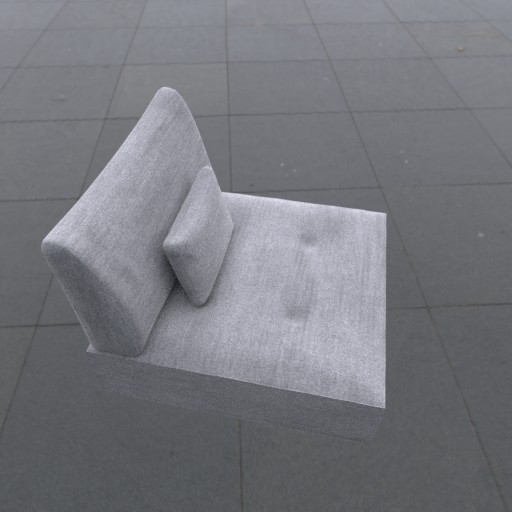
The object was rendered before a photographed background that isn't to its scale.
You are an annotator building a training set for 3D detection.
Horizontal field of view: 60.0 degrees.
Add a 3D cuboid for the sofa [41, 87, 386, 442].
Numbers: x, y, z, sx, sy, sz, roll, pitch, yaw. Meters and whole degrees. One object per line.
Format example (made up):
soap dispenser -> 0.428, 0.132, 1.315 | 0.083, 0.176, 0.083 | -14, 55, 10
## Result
sofa -> 0.000, 0.000, 1.659 | 1.000, 0.820, 0.930 | 9, 47, 8
